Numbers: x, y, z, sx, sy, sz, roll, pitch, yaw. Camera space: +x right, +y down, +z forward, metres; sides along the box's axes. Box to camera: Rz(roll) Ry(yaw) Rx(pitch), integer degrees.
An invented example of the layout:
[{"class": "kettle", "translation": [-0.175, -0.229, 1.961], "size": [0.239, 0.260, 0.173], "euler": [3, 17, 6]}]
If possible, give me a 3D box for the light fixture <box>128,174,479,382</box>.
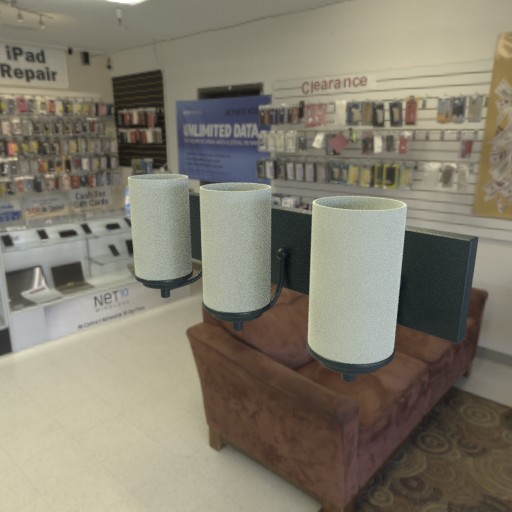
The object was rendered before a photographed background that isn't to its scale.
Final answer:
[{"class": "light fixture", "translation": [0.000, 0.000, 0.536], "size": [0.145, 0.172, 0.451], "euler": [-15, 22, -43]}]
